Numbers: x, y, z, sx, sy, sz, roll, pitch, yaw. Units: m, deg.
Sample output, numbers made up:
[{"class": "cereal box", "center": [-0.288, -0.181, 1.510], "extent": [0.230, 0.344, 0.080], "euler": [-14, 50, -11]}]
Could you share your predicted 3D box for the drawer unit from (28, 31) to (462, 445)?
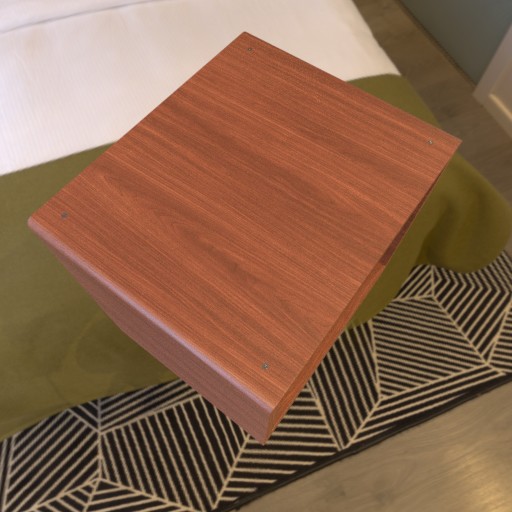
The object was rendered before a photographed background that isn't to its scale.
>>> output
[{"class": "drawer unit", "center": [0.000, 0.000, 0.602], "extent": [0.290, 0.351, 0.349], "euler": [34, 68, 16]}]
